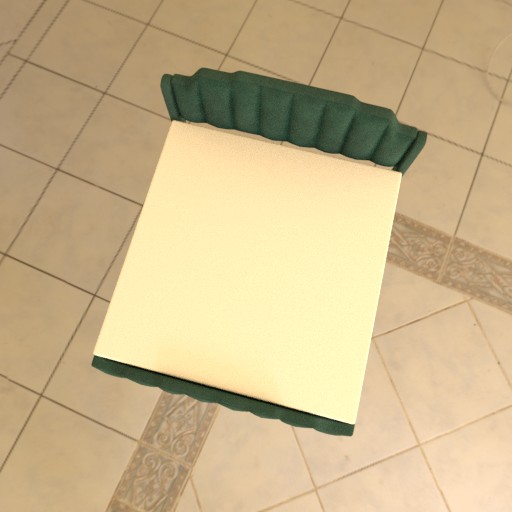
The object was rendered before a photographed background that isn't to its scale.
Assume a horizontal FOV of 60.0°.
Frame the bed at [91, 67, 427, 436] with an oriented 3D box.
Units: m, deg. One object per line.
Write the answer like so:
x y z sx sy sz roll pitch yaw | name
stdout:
0.000 0.000 3.490 2.074 1.245 2.340 14 76 4 | bed
